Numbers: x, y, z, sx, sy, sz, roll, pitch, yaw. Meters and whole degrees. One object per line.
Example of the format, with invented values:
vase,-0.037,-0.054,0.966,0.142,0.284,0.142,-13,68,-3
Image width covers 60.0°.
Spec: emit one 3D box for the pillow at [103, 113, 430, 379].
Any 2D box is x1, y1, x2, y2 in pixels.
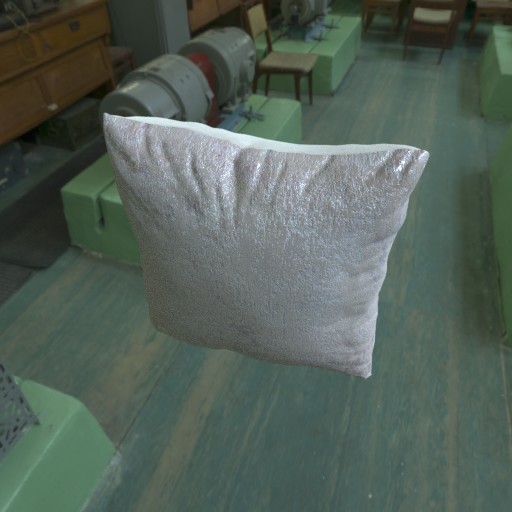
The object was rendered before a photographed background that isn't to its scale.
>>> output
pillow,0.000,0.000,0.727,0.450,0.448,0.245,12,42,14
